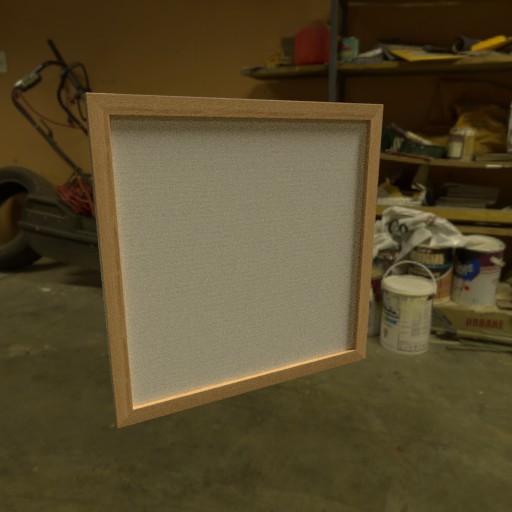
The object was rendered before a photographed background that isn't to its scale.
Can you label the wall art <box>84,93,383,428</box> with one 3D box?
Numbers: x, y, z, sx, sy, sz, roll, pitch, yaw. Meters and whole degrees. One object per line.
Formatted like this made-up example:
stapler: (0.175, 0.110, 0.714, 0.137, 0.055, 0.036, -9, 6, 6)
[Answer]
wall art: (0.000, 0.000, 1.145, 0.762, 0.762, 0.027, -8, 17, -26)
